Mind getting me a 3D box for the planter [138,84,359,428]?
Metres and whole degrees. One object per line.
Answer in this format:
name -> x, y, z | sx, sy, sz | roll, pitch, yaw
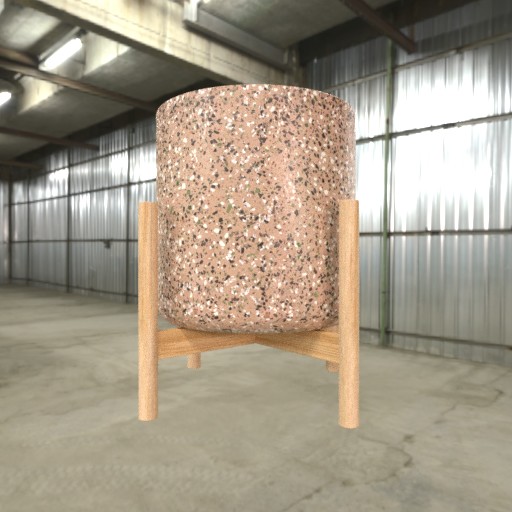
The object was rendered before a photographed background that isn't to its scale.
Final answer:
planter -> 0.000, 0.000, 0.691 | 0.360, 0.419, 0.360 | 0, 0, -17
